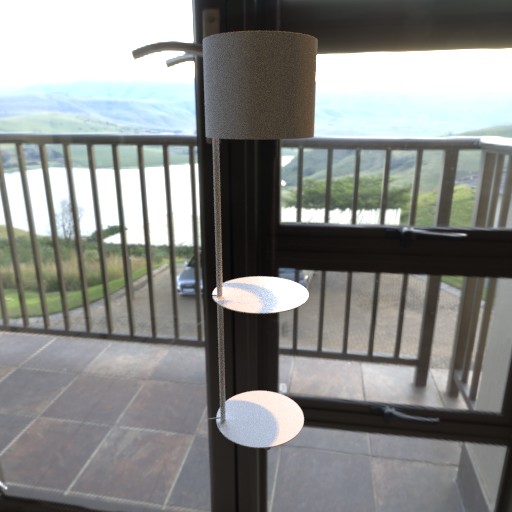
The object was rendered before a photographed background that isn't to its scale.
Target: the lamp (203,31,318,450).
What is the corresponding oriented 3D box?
[{"bbox_3d":[0.000,0.000,1.662,0.405,1.465,0.372,-3,18,-8],"label":"lamp"}]
